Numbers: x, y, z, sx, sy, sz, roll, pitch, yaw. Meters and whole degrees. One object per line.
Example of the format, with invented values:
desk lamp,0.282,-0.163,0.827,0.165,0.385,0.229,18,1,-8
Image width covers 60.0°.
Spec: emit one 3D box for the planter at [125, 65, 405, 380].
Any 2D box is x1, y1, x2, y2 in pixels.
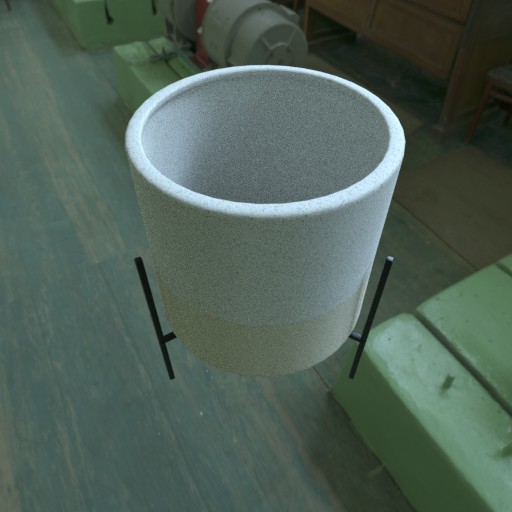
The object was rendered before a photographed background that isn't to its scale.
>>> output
planter,0.000,0.000,0.646,0.335,0.423,0.313,-23,51,-20
